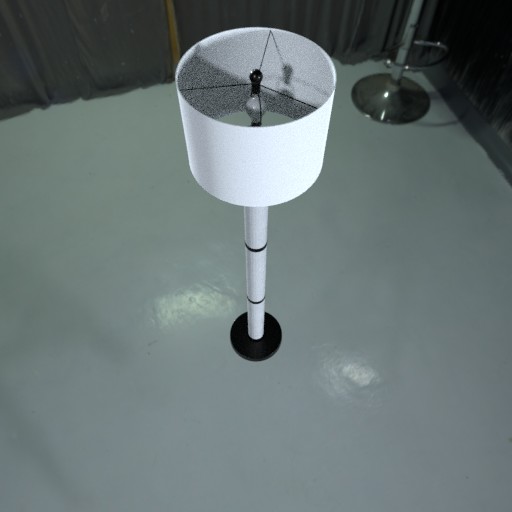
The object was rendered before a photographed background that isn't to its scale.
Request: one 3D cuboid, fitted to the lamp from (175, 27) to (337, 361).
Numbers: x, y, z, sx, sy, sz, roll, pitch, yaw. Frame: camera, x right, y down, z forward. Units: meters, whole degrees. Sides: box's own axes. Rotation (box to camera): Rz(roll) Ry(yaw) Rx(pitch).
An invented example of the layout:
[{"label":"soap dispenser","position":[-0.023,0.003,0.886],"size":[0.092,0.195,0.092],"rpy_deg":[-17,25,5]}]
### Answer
[{"label":"lamp","position":[0.000,0.000,1.701],"size":[0.377,1.599,0.377],"rpy_deg":[-16,59,-10]}]
